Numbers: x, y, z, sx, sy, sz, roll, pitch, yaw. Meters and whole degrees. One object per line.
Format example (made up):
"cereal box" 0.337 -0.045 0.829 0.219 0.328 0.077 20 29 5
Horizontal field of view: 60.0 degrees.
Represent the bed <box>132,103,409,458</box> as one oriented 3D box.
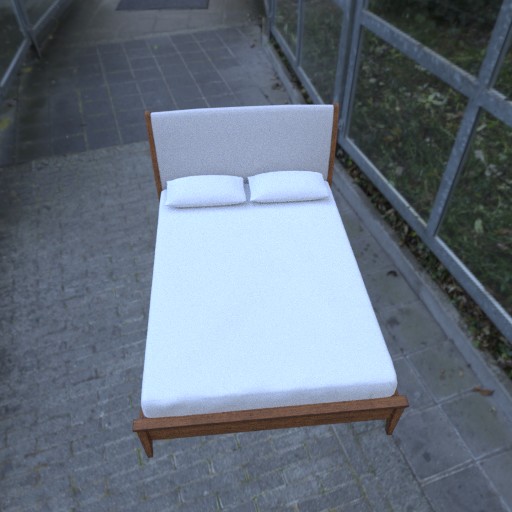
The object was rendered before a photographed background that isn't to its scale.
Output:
"bed" 0.000 0.000 2.996 1.502 1.135 2.108 -4 45 -4
